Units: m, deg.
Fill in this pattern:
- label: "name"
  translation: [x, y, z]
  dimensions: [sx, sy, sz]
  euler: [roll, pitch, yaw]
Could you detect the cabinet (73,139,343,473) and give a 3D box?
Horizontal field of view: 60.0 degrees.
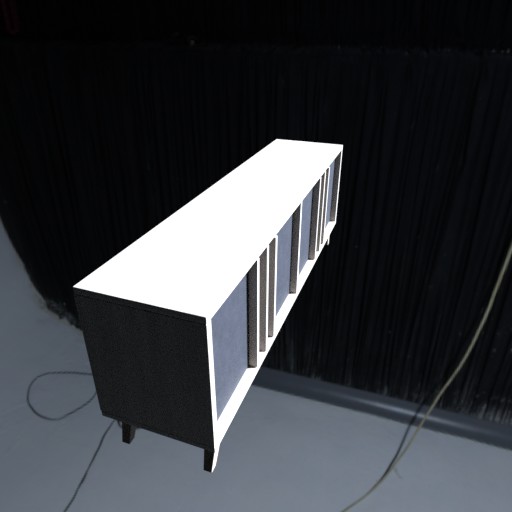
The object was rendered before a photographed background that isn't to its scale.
- label: "cabinet"
  translation: [0.000, 0.000, 2.499]
  dimensions: [0.499, 0.779, 2.198]
  euler: [10, 30, 18]
